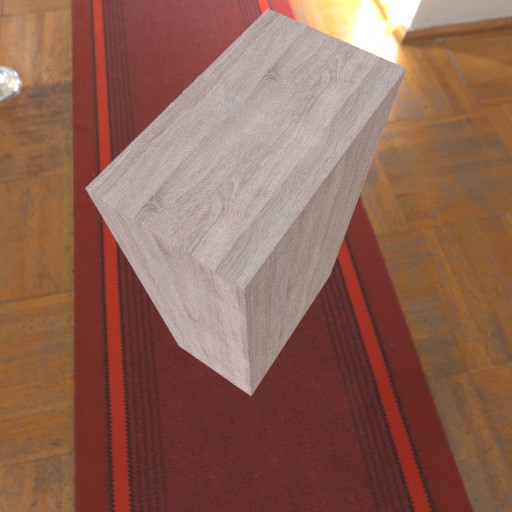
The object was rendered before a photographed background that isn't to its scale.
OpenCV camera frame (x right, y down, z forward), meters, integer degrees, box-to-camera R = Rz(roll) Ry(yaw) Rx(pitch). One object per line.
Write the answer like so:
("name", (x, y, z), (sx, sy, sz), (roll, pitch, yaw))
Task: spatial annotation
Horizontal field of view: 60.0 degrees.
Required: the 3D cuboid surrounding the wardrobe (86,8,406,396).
("wardrobe", (0.000, 0.000, 2.319), (0.600, 1.960, 1.000), (31, 68, 14))
